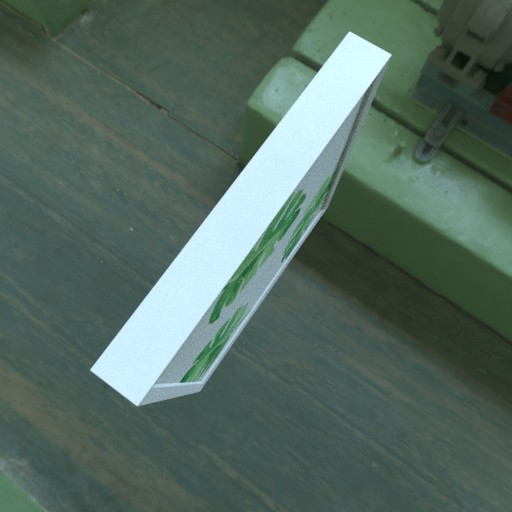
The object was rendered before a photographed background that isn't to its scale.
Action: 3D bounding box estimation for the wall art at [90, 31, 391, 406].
[{"bbox_3d":[0.000,0.000,0.449,0.038,0.305,0.305,34,77,9],"label":"wall art"}]
